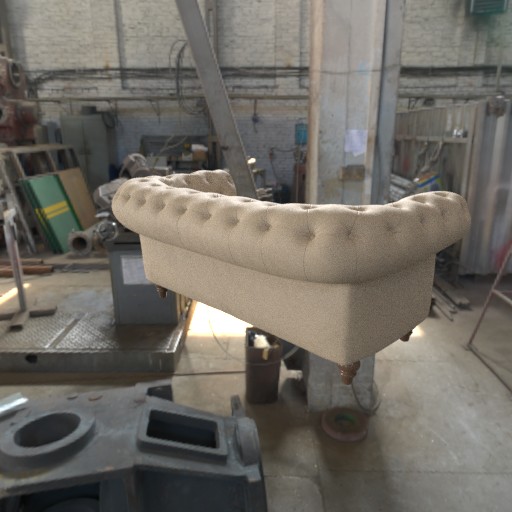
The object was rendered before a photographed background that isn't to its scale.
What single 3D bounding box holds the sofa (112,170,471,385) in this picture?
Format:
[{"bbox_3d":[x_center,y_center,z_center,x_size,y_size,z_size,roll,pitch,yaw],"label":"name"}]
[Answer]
[{"bbox_3d":[0.000,0.000,2.561,1.069,0.835,1.988,-15,22,-42],"label":"sofa"}]
